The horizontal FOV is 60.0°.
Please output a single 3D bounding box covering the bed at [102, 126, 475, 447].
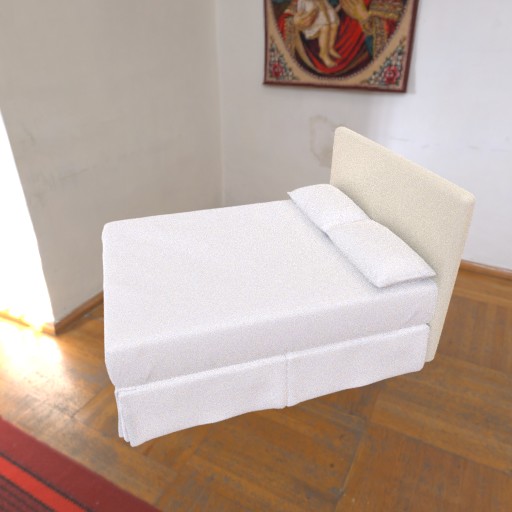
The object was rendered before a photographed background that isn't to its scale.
[{"bbox_3d":[0.000,0.000,3.193,2.147,1.330,1.714,-9,31,-15],"label":"bed"}]
